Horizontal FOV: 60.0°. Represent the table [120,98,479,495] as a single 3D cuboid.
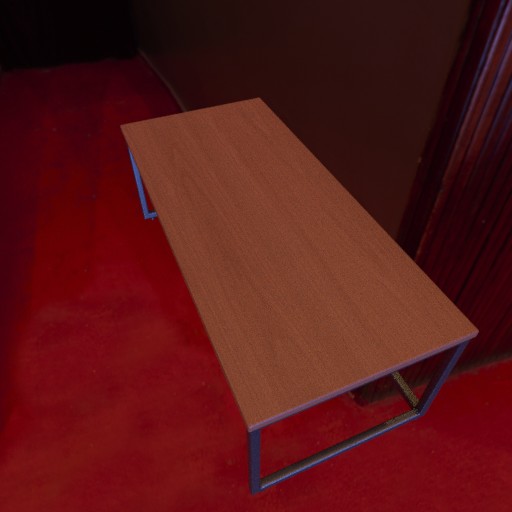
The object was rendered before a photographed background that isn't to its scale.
[{"bbox_3d":[0.000,0.000,1.313,0.500,0.400,1.100,-17,48,-16],"label":"table"}]
